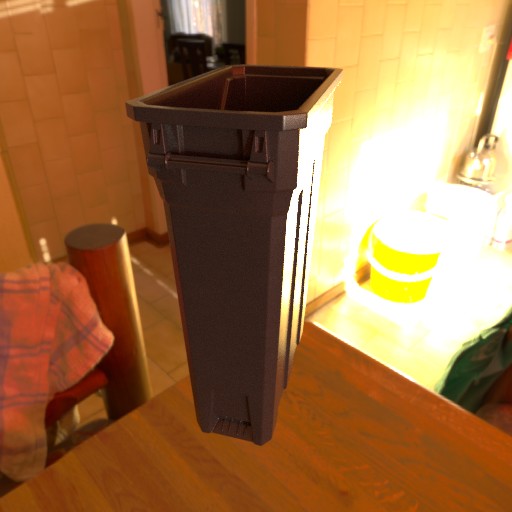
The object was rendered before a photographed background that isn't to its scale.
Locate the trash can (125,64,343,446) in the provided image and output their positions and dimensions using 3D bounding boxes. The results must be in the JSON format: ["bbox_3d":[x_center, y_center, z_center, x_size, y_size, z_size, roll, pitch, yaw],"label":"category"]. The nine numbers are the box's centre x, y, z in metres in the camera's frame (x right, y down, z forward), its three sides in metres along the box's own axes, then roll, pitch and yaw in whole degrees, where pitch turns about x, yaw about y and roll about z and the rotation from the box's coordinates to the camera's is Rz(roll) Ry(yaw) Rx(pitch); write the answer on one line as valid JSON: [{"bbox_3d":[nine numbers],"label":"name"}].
[{"bbox_3d":[0.000,0.000,1.033,0.281,0.762,0.559,8,31,13],"label":"trash can"}]
